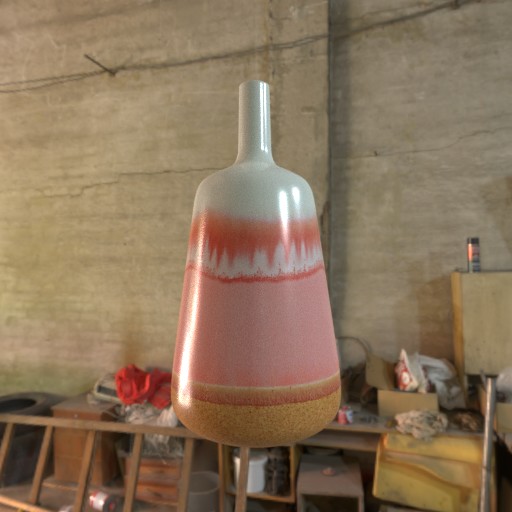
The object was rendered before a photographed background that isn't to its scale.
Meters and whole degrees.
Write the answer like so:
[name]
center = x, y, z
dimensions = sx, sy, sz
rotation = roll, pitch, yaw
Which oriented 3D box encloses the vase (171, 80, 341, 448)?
[vase]
center = 0.000, 0.000, 0.385
dimensions = 0.144, 0.296, 0.144
rotation = 0, -1, 0
